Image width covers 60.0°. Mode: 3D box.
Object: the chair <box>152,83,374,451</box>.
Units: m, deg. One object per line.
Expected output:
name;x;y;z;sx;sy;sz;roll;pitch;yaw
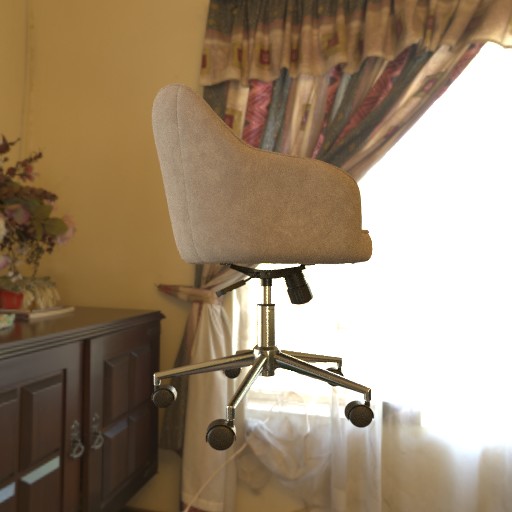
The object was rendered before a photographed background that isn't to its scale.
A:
chair;0.000;0.000;1.252;0.573;0.831;0.635;0;-1;0
